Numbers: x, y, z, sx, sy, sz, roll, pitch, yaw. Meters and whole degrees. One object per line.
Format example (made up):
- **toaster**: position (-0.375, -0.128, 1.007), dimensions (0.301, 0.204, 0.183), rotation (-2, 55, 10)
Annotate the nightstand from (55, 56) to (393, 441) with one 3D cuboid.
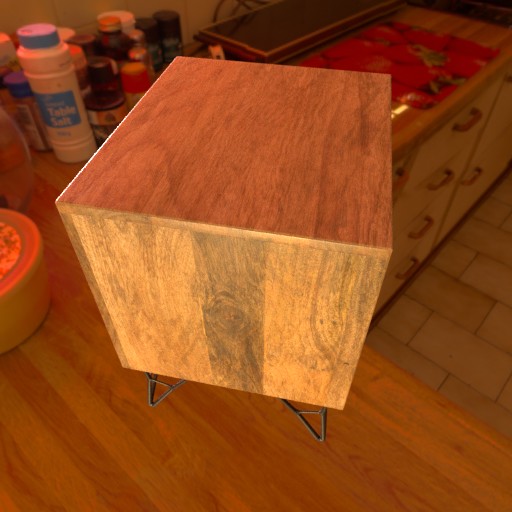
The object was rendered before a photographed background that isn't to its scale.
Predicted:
- **nightstand**: position (0.000, 0.000, 0.865), dimensions (0.406, 0.559, 0.457), rotation (8, 46, 8)
